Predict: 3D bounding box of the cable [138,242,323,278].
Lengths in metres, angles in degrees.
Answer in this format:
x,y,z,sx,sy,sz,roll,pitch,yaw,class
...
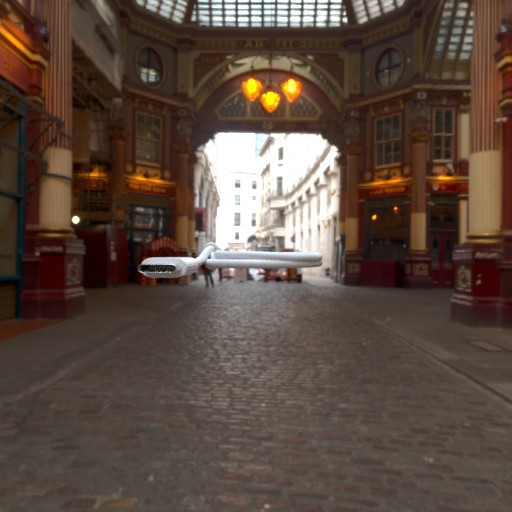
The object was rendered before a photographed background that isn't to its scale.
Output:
x,y,z,sx,sy,sz,roll,pitch,yaw,class
0.000,0.000,0.230,0.070,0.014,0.203,0,0,1,cable
